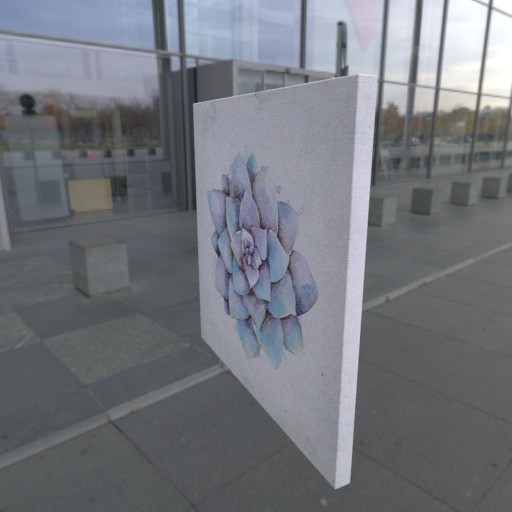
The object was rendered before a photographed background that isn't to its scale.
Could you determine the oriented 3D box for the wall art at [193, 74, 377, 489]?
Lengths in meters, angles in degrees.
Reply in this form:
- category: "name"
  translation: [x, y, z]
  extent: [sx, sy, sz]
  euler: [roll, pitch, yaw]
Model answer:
- category: "wall art"
  translation: [0.000, 0.000, 1.105]
  extent: [0.038, 0.762, 0.762]
  euler: [-8, 17, -26]
